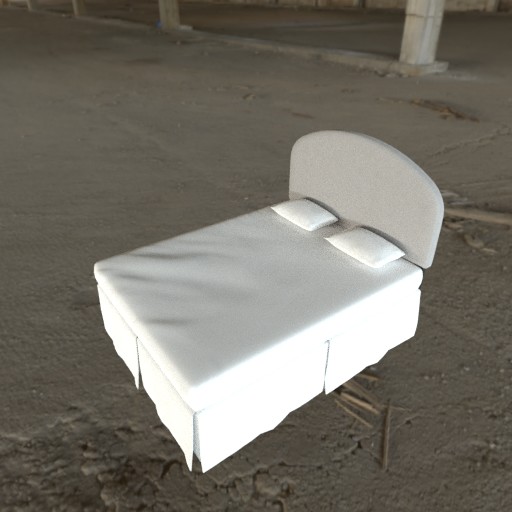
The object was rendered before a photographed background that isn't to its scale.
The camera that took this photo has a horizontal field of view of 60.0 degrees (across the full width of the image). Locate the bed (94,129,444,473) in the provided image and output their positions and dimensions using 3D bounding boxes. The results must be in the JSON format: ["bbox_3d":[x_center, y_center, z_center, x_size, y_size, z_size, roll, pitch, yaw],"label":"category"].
[{"bbox_3d":[0.000,0.000,3.154,2.005,1.410,1.607,-21,37,-30],"label":"bed"}]
